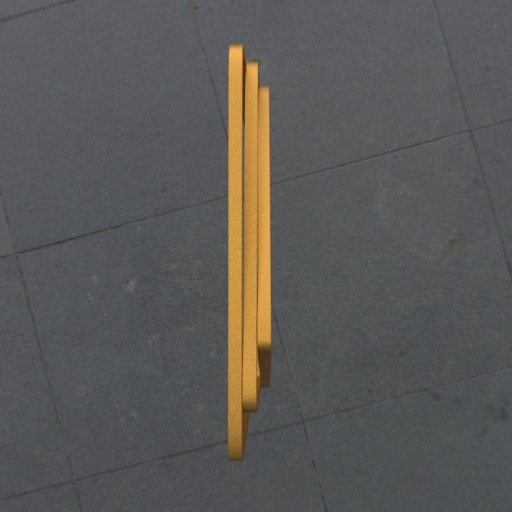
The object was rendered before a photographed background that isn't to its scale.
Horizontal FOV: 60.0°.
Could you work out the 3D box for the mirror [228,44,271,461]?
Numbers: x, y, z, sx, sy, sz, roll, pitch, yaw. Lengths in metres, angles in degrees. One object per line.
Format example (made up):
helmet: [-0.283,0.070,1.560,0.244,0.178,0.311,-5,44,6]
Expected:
mirror: [0.000,0.000,0.699,0.045,0.468,0.470,0,88,2]
